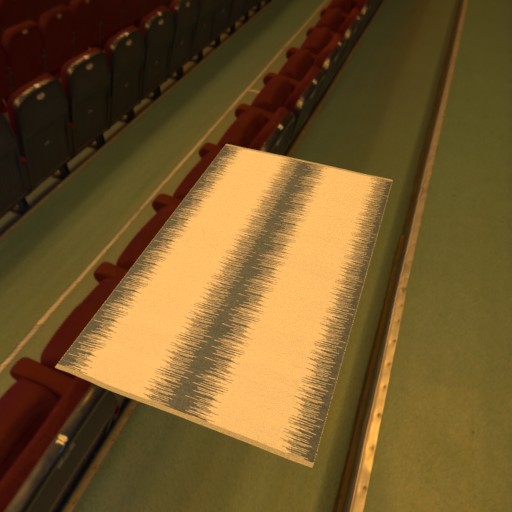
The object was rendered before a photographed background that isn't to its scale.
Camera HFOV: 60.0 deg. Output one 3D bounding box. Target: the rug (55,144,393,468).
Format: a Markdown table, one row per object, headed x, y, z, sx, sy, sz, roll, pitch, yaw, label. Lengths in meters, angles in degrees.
| x | y | z | sx | sy | sz | roll | pitch | yaw | label |
| --- | --- | --- | --- | --- | --- | --- | --- | --- | --- |
| 0.000 | 0.000 | 3.114 | 1.519 | 0.003 | 2.453 | 16 | 49 | 14 | rug |
